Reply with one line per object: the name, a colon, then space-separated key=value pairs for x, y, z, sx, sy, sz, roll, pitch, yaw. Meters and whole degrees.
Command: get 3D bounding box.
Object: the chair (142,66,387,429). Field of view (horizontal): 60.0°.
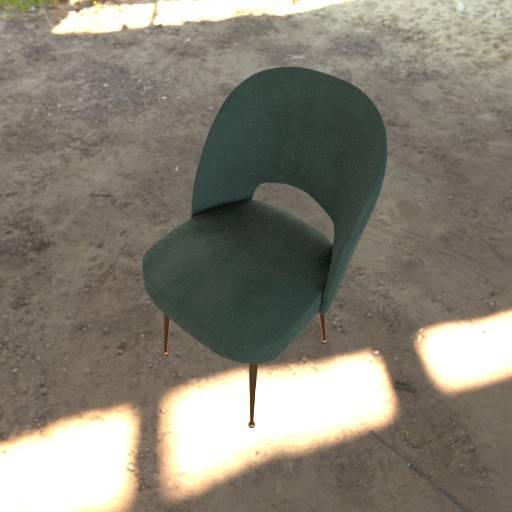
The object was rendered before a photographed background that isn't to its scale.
chair: x=0.000 y=0.000 z=1.270 sx=0.527 sy=0.860 sz=0.577 roll=31 pitch=54 yaw=26
